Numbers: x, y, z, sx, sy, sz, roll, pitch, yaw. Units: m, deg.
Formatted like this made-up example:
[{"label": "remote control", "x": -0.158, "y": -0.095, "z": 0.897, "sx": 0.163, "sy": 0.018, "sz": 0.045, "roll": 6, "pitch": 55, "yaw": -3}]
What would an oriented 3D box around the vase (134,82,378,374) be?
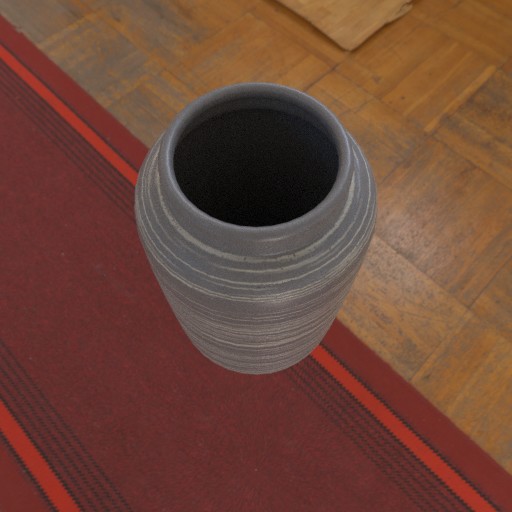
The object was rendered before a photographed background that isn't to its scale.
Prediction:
[{"label": "vase", "x": 0.000, "y": 0.000, "z": 0.681, "sx": 0.297, "sy": 0.499, "sz": 0.297, "roll": 0, "pitch": 64, "yaw": 0}]
